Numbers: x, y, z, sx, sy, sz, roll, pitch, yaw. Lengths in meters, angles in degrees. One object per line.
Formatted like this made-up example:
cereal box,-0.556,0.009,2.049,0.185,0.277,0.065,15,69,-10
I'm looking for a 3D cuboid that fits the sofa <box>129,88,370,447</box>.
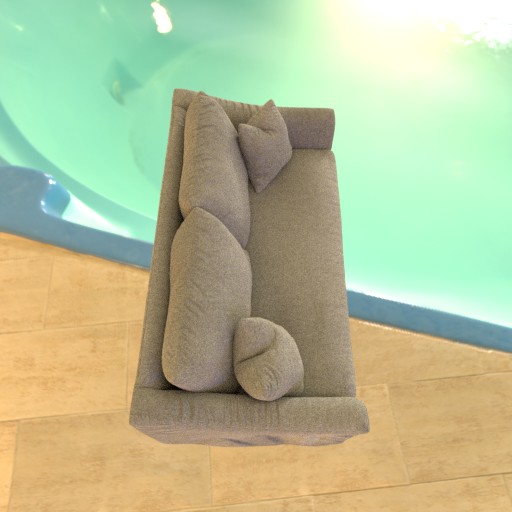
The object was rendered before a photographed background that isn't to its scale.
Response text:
sofa,0.000,0.000,2.606,1.072,1.018,2.010,0,61,0
